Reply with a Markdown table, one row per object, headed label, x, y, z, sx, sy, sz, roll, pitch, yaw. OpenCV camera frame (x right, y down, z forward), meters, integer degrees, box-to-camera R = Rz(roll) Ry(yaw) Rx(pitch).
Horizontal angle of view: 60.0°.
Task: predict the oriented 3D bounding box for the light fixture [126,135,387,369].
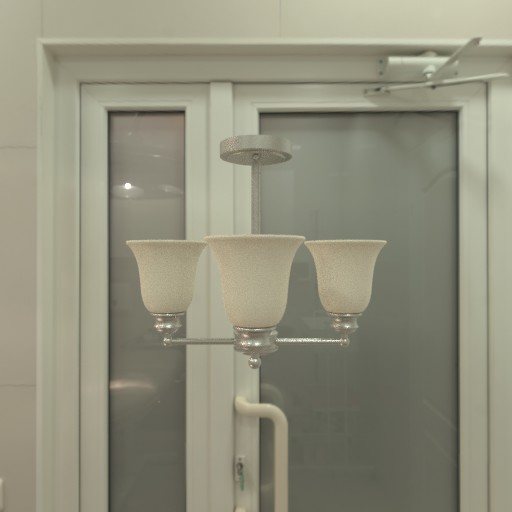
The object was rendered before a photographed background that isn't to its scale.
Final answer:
| label | x | y | z | sx | sy | sz | roll | pitch | yaw |
| --- | --- | --- | --- | --- | --- | --- | --- | --- | --- |
| light fixture | 0.000 | 0.000 | 0.736 | 0.427 | 0.370 | 0.427 | 0 | 0 | 1 |
